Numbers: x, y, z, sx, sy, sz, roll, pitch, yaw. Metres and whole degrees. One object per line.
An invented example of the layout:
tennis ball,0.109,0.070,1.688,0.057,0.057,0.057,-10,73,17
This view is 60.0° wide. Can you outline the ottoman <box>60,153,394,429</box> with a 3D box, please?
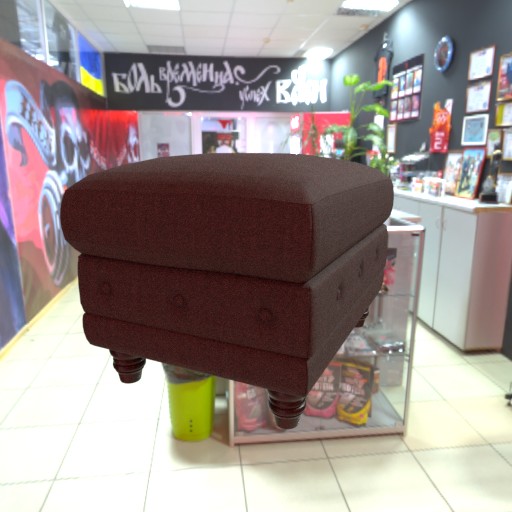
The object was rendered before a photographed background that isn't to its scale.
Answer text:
ottoman,0.000,0.000,1.225,0.599,0.555,0.809,6,15,25
